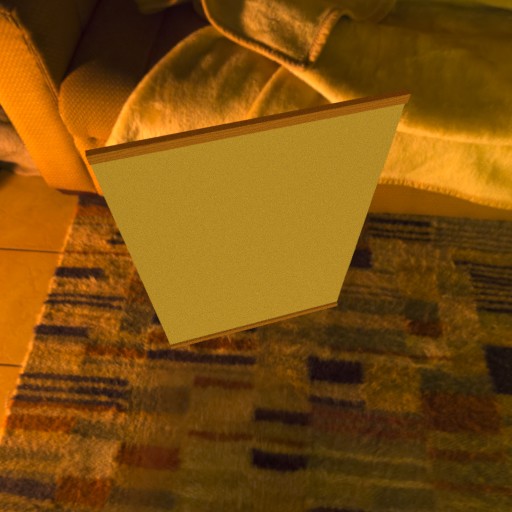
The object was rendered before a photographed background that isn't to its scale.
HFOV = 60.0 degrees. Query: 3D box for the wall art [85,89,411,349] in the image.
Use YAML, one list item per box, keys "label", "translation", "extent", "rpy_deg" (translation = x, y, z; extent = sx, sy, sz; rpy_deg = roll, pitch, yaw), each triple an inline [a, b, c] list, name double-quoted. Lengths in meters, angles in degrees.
- label: "wall art"
  translation: [0.000, 0.000, 1.979]
  extent: [1.011, 1.521, 0.025]
  rpy_deg: [-13, 59, -8]
